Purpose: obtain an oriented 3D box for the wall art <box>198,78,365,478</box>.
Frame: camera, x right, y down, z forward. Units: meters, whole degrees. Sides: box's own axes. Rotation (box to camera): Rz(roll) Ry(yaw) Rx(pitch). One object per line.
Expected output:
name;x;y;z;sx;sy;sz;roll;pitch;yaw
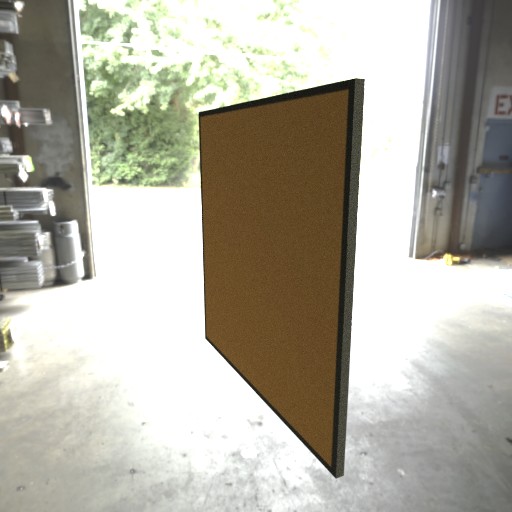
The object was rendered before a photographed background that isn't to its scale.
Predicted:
wall art;0.000;0.000;1.206;0.022;0.803;0.805;-7;15;-26
